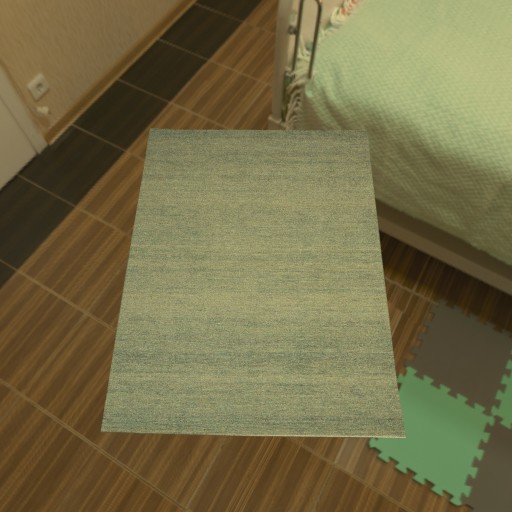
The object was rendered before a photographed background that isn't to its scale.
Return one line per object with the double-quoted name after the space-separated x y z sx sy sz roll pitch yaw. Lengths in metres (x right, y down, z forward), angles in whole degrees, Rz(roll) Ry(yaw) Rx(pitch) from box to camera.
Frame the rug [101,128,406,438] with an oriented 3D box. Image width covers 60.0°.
0.000 0.000 4.280 2.461 0.046 3.237 1 63 0 "rug"
